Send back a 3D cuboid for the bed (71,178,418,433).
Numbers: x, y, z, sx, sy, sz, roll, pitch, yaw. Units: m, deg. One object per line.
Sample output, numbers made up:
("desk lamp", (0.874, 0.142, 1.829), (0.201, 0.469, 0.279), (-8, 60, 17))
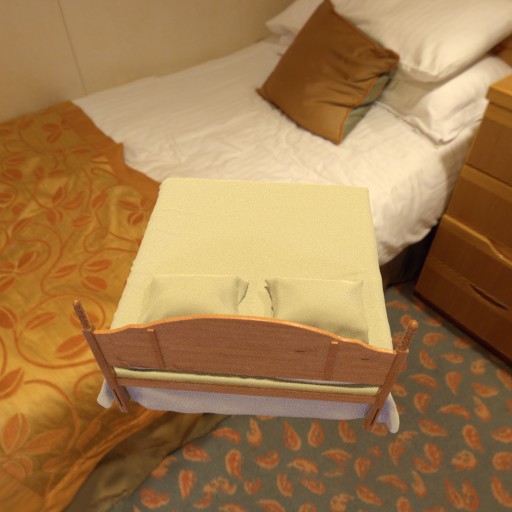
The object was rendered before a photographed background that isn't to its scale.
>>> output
("bed", (0.000, 0.000, 3.643), (2.322, 1.355, 2.219), (3, 46, 3))
